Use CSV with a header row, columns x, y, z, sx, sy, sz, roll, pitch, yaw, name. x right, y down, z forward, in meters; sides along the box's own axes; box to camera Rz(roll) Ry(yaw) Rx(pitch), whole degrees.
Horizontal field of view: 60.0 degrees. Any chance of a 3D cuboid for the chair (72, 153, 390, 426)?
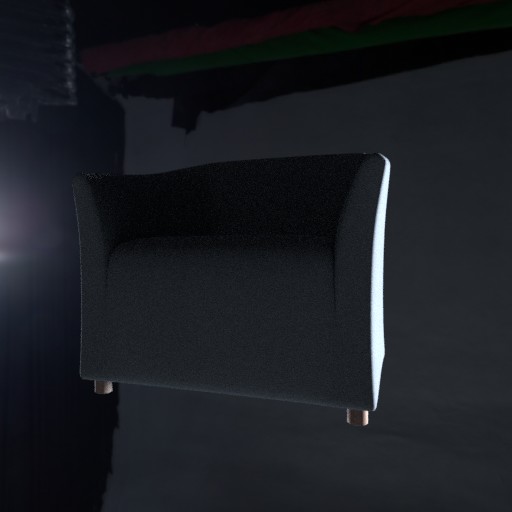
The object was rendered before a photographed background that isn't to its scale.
x,y,z,sx,sy,sz,roll,pitch,yaw,name
0.000,0.000,1.351,0.790,0.720,0.700,0,1,19,chair
